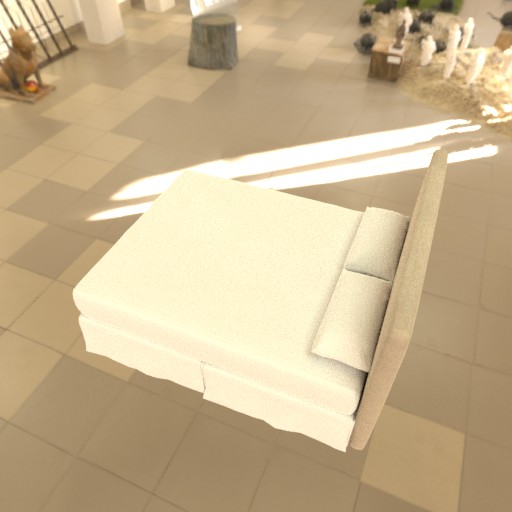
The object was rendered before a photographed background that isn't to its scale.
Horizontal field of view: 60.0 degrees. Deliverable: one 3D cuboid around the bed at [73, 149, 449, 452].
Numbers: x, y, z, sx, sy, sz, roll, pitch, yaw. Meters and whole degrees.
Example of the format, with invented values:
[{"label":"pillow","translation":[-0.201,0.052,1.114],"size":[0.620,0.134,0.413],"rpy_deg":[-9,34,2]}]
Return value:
[{"label":"bed","translation":[0.000,0.000,3.187],"size":[2.162,1.330,1.713],"rpy_deg":[17,47,16]}]
